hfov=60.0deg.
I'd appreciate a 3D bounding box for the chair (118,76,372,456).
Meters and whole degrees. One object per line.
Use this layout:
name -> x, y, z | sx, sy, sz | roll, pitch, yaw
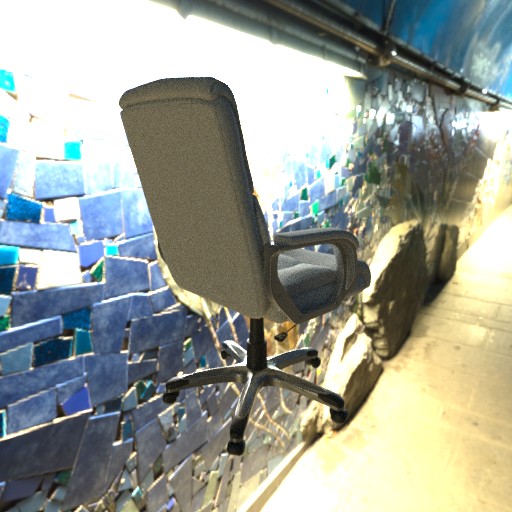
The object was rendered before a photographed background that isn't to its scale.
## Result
chair -> 0.000, 0.000, 1.566 | 0.738, 1.120, 0.687 | -13, 20, -41
